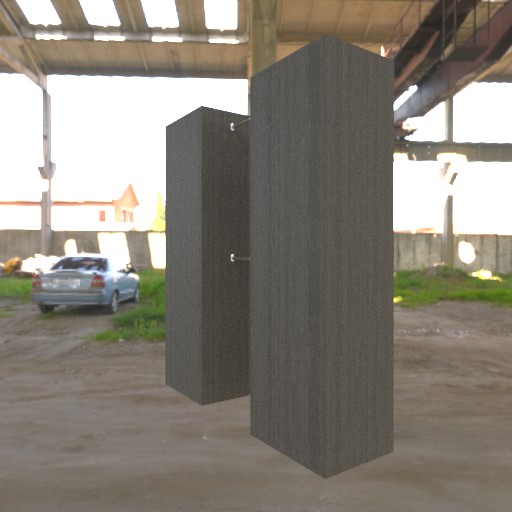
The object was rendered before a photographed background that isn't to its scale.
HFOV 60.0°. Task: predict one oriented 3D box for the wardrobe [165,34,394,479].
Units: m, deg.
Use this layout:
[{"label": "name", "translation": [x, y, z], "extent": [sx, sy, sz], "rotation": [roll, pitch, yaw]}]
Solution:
[{"label": "wardrobe", "translation": [0.000, 0.000, 2.852], "extent": [0.480, 2.000, 1.770], "rotation": [0, 0, -35]}]
